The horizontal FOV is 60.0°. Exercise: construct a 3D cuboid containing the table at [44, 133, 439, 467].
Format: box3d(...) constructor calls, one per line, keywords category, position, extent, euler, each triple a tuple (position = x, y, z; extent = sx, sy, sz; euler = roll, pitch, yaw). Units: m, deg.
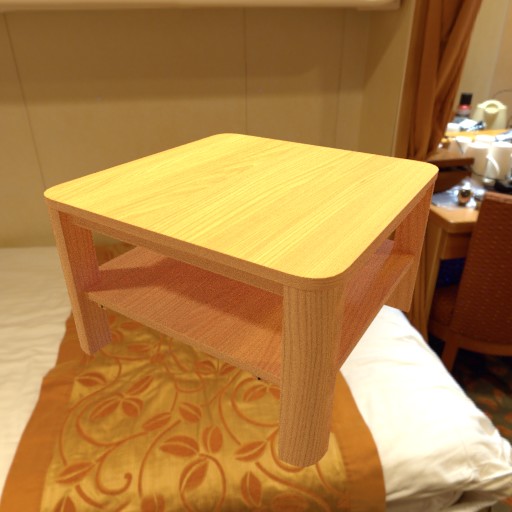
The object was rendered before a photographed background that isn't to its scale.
box3d(category="table", position=(0.000, 0.000, 1.230), extent=(0.750, 0.450, 0.750), euler=(17, 32, 29))
